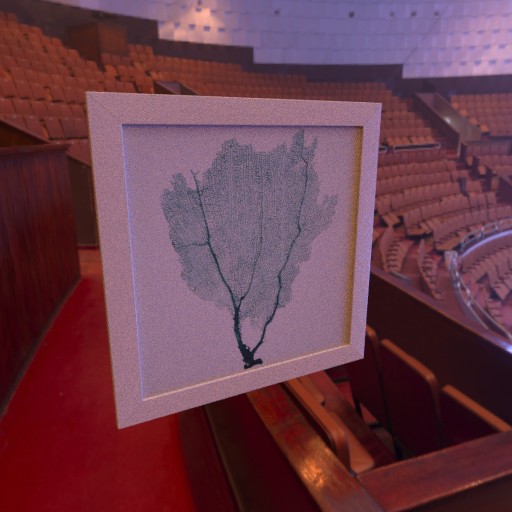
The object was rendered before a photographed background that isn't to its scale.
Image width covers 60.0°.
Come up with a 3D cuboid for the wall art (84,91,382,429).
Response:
[{"bbox_3d":[0.000,0.000,0.861,0.572,0.577,0.015,-8,17,-26],"label":"wall art"}]
